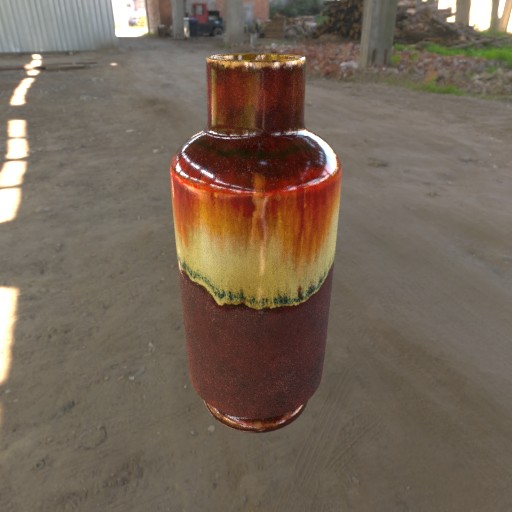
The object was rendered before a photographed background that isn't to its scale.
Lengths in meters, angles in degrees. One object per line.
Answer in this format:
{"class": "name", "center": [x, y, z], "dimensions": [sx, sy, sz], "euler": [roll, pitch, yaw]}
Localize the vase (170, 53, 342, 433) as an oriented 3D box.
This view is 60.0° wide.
{"class": "vase", "center": [0.000, 0.000, 0.317], "dimensions": [0.111, 0.261, 0.111], "euler": [0, 28, 0]}
